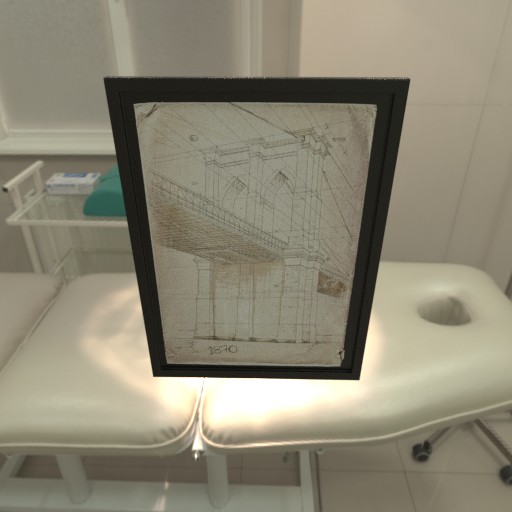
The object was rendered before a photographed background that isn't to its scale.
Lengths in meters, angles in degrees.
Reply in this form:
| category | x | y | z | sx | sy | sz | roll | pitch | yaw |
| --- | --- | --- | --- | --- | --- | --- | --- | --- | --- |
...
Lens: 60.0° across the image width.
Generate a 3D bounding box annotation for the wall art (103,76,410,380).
| category | x | y | z | sx | sy | sz | roll | pitch | yaw |
| --- | --- | --- | --- | --- | --- | --- | --- | --- | --- |
| wall art | 0.000 | 0.000 | 0.869 | 0.480 | 0.657 | 0.016 | 1 | 31 | 1 |
